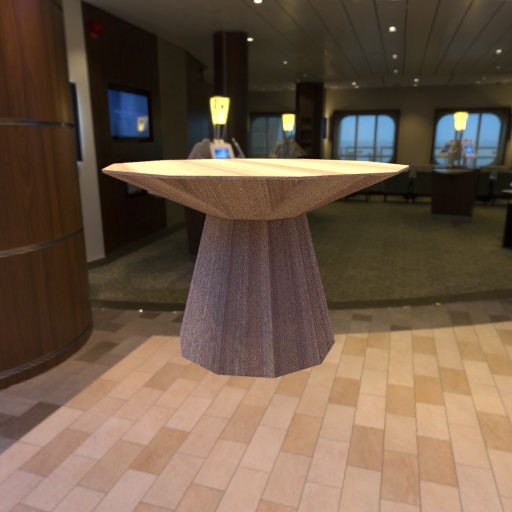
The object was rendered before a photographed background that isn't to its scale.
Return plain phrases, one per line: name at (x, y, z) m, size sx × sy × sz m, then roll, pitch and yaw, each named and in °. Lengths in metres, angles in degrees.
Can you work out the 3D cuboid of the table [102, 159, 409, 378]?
table at (0.000, 0.000, 1.864) m, size 1.186 × 0.752 × 1.186 m, roll 0°, pitch 15°, yaw 0°
